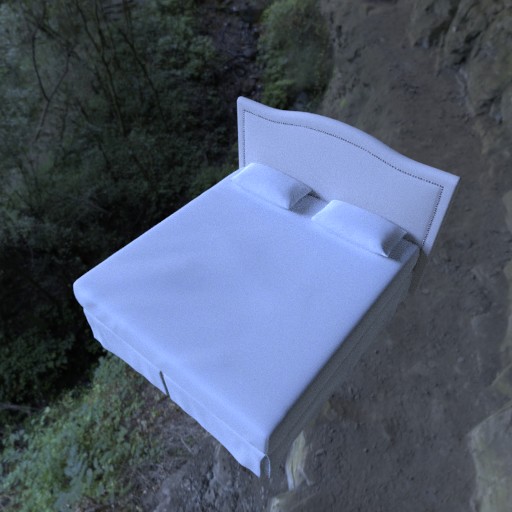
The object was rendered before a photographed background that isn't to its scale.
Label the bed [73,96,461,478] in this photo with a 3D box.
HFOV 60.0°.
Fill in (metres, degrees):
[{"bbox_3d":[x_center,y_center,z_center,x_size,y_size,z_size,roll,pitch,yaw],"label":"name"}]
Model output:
[{"bbox_3d":[0.000,0.000,3.471,2.083,1.421,2.182,30,52,26],"label":"bed"}]
